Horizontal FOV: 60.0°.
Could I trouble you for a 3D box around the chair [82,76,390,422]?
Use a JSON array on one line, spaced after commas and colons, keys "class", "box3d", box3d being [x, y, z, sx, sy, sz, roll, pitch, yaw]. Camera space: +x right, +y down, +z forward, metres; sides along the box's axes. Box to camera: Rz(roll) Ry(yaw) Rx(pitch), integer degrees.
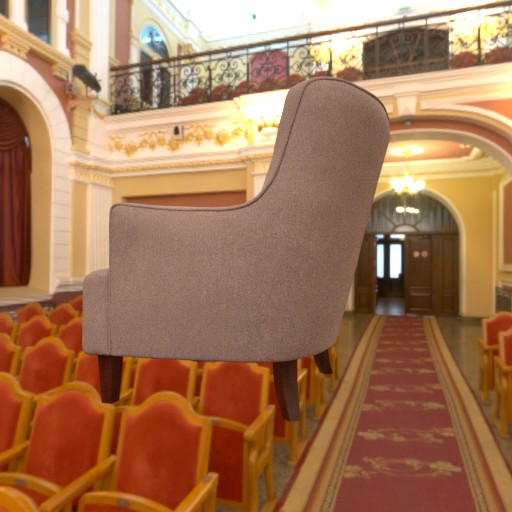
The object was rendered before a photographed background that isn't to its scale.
[{"class": "chair", "box3d": [0.000, 0.000, 1.565, 0.910, 0.919, 0.781, 0, -1, 19]}]
